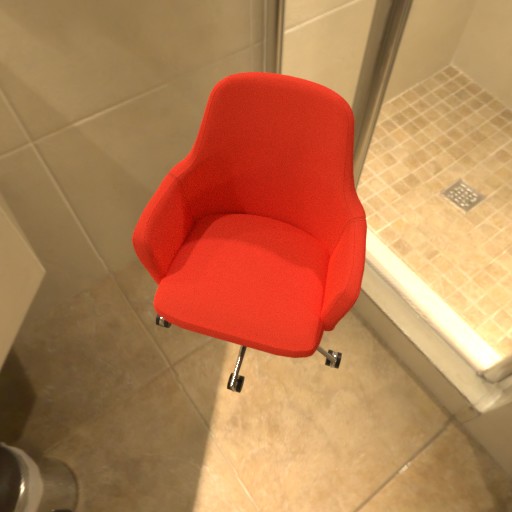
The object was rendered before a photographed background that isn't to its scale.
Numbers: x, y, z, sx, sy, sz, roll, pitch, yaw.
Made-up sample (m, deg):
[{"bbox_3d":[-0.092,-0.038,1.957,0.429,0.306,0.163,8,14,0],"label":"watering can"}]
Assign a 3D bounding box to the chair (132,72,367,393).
[{"bbox_3d":[0.000,0.000,1.282,0.655,0.820,0.600,14,60,9],"label":"chair"}]
